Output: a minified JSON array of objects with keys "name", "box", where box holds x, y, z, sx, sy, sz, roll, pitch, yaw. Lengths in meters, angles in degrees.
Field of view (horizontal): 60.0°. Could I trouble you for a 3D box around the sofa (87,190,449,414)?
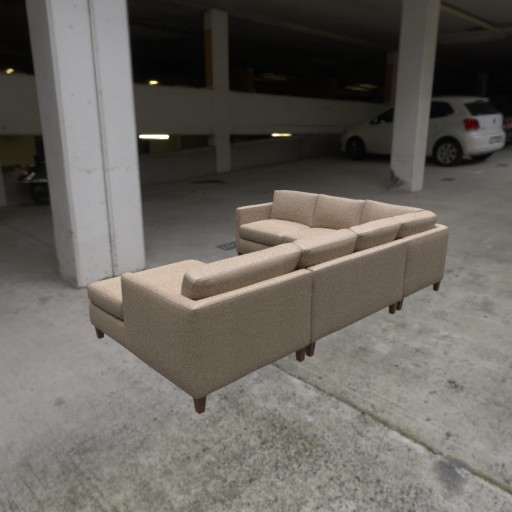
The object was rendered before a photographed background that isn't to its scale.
[{"name":"sofa","box":[0.000,0.000,4.683,3.460,0.961,2.594,-14,21,-41]}]
